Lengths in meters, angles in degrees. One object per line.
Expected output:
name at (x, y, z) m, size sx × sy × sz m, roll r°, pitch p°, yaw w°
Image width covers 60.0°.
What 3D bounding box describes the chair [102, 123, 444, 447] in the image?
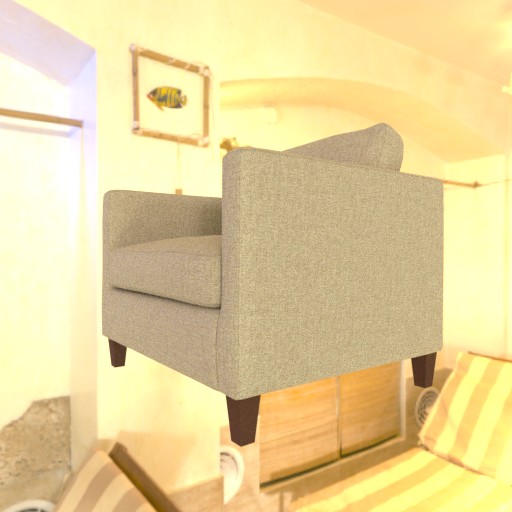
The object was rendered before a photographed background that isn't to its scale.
chair at (0.000, 0.000, 1.783) m, size 0.959 × 0.961 × 1.107 m, roll -1°, pitch 1°, yaw -36°
